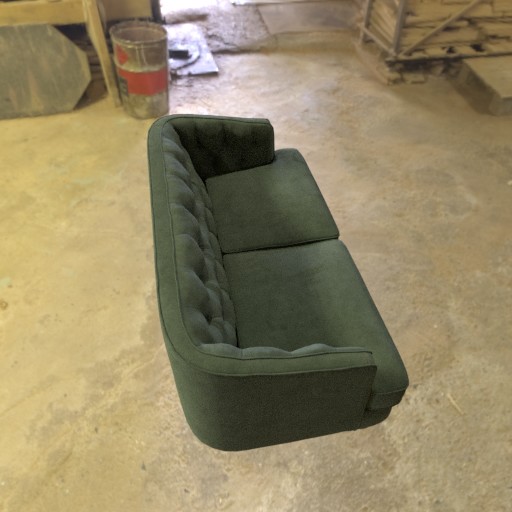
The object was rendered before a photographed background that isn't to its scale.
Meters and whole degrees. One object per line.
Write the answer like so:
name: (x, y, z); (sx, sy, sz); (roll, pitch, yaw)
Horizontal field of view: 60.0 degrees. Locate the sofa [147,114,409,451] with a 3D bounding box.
sofa: (0.000, 0.000, 2.277); (0.941, 0.855, 1.733); (-9, 47, -8)
